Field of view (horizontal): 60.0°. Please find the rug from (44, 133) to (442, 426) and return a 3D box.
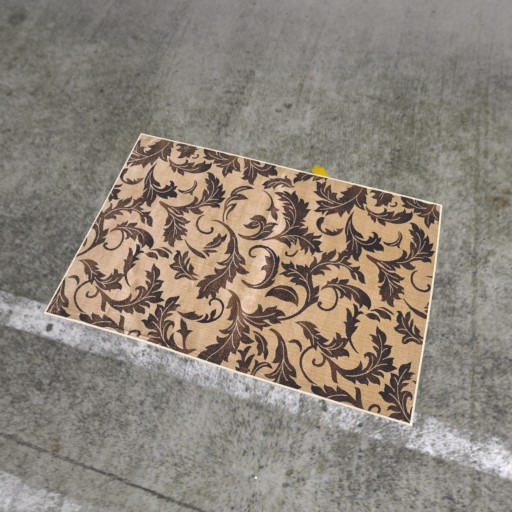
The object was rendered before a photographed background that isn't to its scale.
[{"bbox_3d":[0.000,0.000,2.916,2.284,0.008,1.522,15,64,7],"label":"rug"}]
